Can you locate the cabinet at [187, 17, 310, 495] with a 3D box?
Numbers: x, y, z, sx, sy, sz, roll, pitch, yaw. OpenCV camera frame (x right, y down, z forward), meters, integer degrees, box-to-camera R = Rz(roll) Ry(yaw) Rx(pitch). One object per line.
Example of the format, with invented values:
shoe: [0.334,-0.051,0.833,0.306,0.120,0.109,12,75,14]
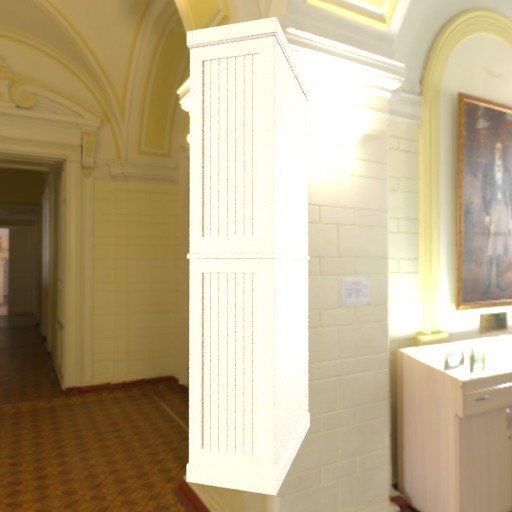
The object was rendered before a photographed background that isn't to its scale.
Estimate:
cabinet: [0.000,0.000,2.108,0.390,1.829,0.754,0,-1,17]
